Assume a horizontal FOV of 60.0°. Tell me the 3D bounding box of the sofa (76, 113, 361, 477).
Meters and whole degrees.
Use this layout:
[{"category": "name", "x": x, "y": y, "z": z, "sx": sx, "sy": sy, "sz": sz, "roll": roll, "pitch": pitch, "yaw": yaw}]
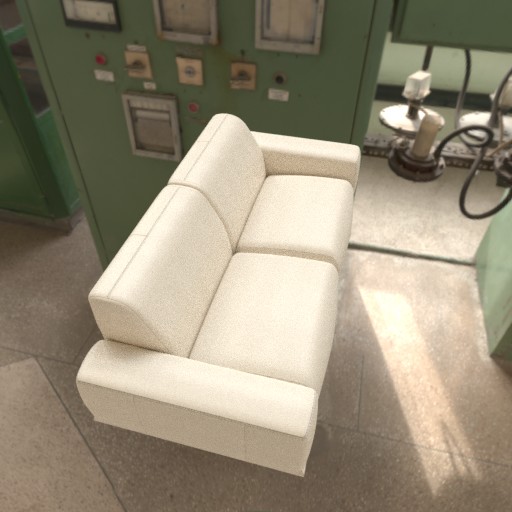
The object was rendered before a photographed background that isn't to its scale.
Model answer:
[{"category": "sofa", "x": 0.000, "y": 0.000, "z": 2.264, "sx": 0.900, "sy": 0.772, "sz": 1.901, "roll": 10, "pitch": 45, "yaw": 10}]
